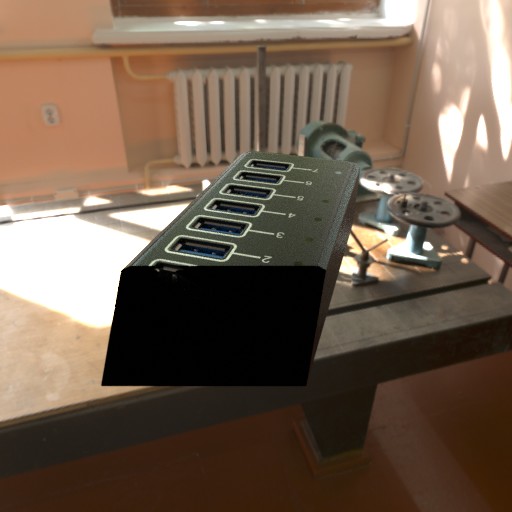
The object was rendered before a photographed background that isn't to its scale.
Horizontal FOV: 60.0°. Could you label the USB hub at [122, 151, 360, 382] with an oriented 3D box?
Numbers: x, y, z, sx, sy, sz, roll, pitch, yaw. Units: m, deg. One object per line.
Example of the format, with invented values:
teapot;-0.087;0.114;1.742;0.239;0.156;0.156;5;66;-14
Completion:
USB hub;0.000;0.000;0.125;0.044;0.023;0.110;10;33;15
